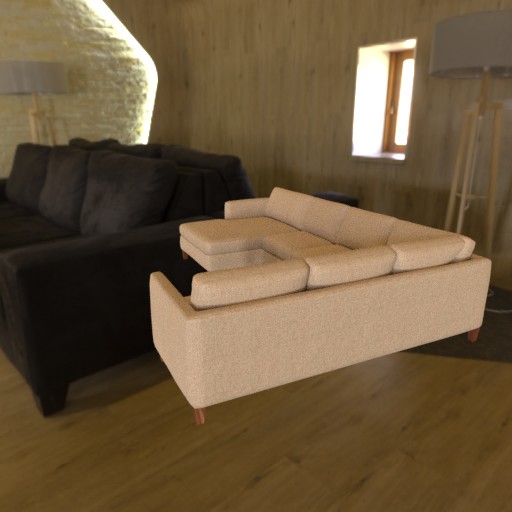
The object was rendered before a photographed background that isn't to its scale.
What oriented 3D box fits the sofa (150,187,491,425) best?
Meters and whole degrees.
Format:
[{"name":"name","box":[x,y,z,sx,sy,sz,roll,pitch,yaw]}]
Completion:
[{"name":"sofa","box":[0.000,0.000,4.473,2.551,0.889,3.403,-8,19,-25]}]
